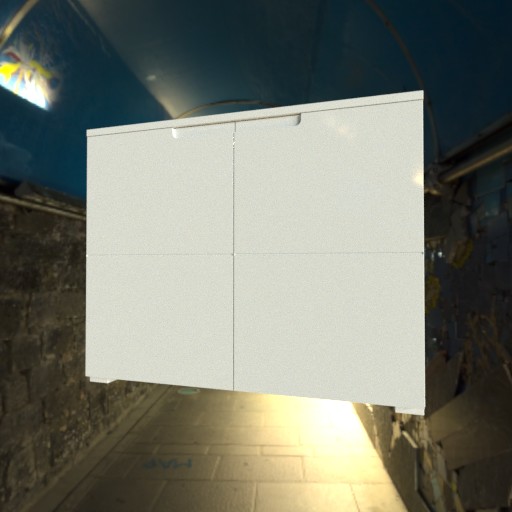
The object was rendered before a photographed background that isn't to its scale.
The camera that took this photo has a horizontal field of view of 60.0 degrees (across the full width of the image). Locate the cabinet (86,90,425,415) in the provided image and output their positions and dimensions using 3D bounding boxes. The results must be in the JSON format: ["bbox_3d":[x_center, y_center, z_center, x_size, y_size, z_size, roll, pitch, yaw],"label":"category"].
[{"bbox_3d":[0.000,0.000,1.428,1.000,0.800,0.400,0,-1,19],"label":"cabinet"}]
